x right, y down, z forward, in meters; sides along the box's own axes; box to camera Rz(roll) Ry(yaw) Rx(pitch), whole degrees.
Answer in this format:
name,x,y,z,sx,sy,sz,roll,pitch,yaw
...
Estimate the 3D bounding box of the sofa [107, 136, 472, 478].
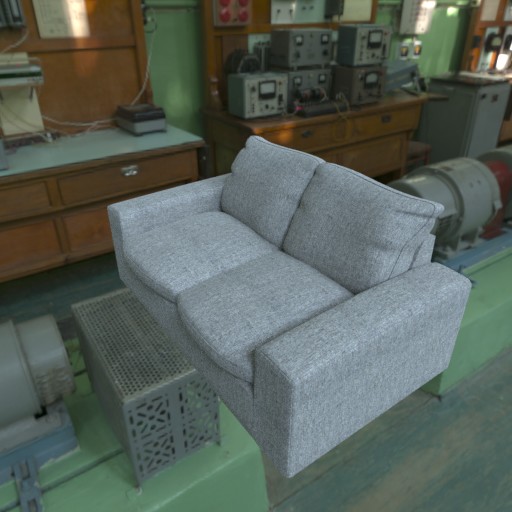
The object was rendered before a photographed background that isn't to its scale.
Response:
name,x,y,z,sx,sy,sz,roll,pitch,yaw
sofa,0.000,0.000,2.338,1.094,0.877,1.758,-20,35,-30
